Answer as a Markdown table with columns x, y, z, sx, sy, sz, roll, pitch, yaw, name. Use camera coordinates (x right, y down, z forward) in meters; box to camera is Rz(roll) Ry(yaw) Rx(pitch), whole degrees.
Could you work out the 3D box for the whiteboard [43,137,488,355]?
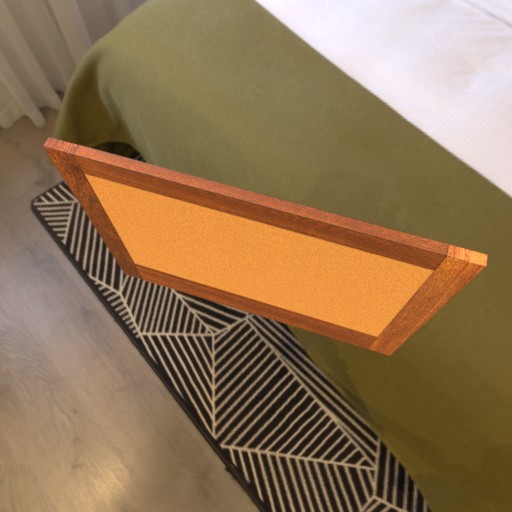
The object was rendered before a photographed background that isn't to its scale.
| x | y | z | sx | sy | sz | roll | pitch | yaw | name |
| --- | --- | --- | --- | --- | --- | --- | --- | --- | --- |
| 0.000 | 0.000 | 1.013 | 0.783 | 0.559 | 0.083 | 16 | 64 | 8 | whiteboard |
